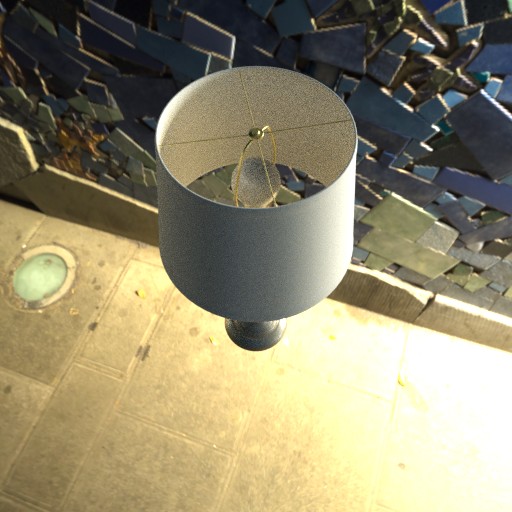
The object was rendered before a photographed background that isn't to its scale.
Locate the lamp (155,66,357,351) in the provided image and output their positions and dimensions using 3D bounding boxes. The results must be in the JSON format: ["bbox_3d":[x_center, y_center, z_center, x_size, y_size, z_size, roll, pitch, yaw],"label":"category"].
[{"bbox_3d":[0.000,0.000,0.819,0.328,0.612,0.328,0,59,0],"label":"lamp"}]
